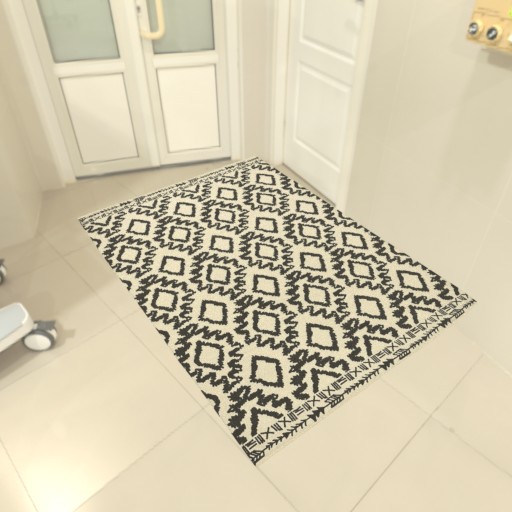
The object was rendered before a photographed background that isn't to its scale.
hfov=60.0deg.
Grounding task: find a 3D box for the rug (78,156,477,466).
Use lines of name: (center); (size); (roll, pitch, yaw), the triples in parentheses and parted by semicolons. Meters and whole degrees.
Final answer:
rug: (0.000, 0.000, 4.378); (2.444, 0.036, 3.369); (-25, 47, -27)
